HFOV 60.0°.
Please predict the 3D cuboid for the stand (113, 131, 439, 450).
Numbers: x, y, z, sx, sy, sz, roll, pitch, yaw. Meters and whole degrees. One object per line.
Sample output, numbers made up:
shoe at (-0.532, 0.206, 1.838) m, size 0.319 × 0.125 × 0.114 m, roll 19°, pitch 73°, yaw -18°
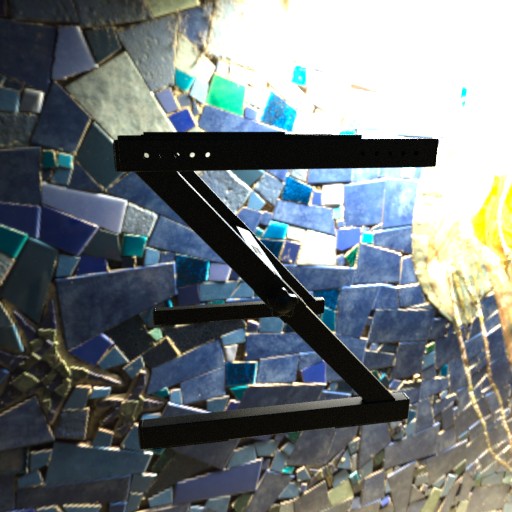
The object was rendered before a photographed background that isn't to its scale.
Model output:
stand at (0.000, 0.000, 1.152) m, size 0.586 × 0.617 × 0.700 m, roll -3°, pitch 16°, yaw -9°
